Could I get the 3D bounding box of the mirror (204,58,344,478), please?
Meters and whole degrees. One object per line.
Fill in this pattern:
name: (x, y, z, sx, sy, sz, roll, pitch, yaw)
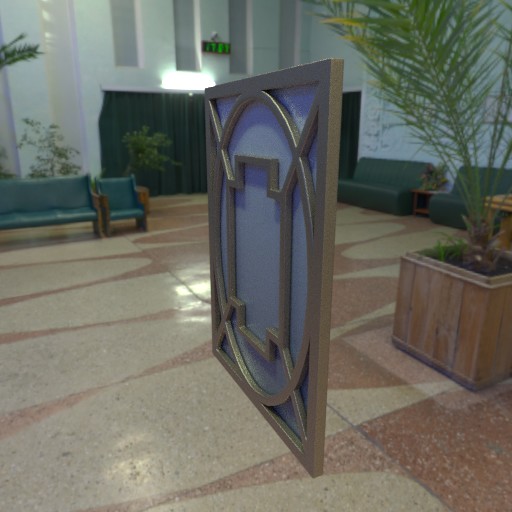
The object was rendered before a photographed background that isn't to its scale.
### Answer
mirror: (0.000, 0.000, 1.360, 0.032, 1.023, 0.756, -8, 18, -25)
